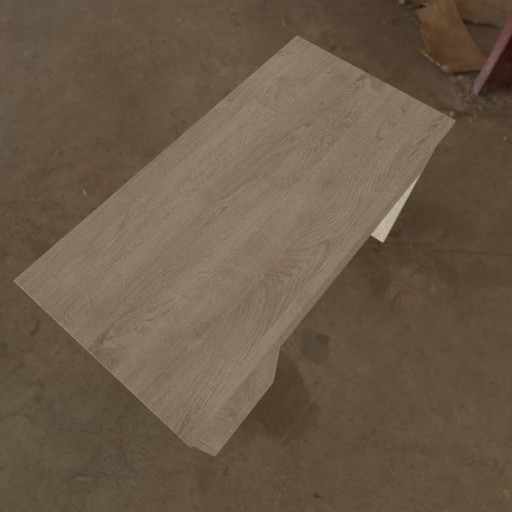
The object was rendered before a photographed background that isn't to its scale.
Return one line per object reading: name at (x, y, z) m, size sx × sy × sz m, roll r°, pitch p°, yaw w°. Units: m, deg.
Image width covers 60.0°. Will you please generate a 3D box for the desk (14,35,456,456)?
desk at (0.000, 0.000, 1.465) m, size 0.560 × 0.730 × 1.096 m, roll 36°, pitch 69°, yaw 16°
